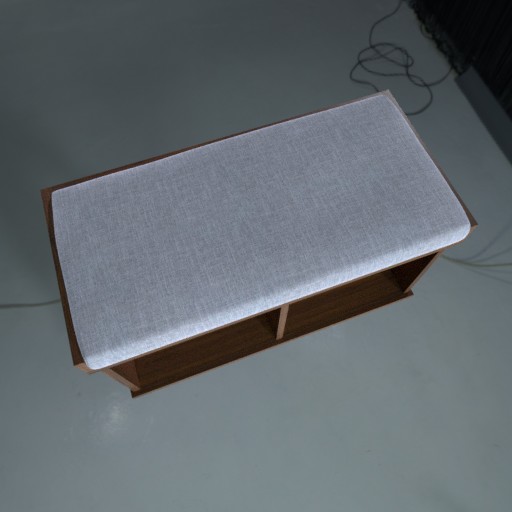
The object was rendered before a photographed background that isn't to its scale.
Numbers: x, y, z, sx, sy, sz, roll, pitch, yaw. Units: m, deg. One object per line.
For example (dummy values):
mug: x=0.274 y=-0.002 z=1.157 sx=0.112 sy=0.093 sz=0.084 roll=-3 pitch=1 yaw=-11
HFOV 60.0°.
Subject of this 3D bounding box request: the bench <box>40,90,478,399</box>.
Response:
bench: x=0.000 y=0.000 z=0.999 sx=0.734 sy=0.461 sz=0.362 roll=-18 pitch=66 yaw=-9
